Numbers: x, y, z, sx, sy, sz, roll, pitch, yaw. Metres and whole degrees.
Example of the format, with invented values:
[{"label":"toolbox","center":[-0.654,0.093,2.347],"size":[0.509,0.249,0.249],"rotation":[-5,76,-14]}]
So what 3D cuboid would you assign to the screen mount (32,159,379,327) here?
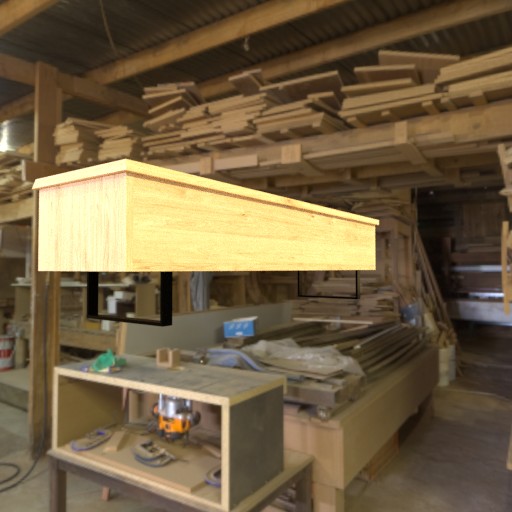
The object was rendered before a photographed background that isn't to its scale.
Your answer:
[{"label":"screen mount","center":[0.000,0.000,1.897],"size":[0.450,0.430,1.700],"rotation":[-1,-2,36]}]
